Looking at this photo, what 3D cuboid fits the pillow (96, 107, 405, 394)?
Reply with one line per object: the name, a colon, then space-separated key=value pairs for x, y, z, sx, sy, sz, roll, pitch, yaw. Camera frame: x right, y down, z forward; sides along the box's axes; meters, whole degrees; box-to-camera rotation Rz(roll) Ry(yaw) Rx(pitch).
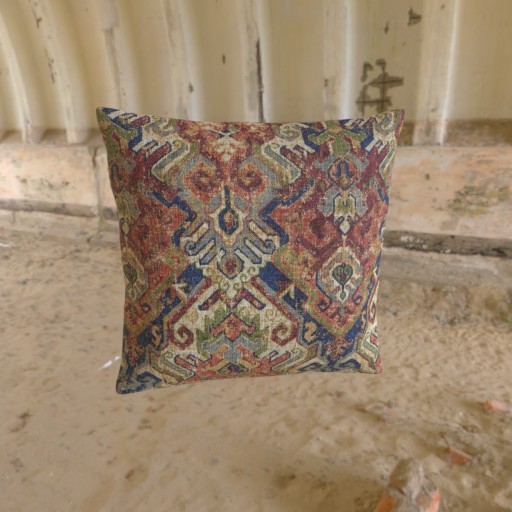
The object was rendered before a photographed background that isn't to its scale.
pillow: x=0.000 y=0.000 z=0.794 sx=0.523 sy=0.506 sz=0.166 roll=-2 pitch=16 yaw=-8
